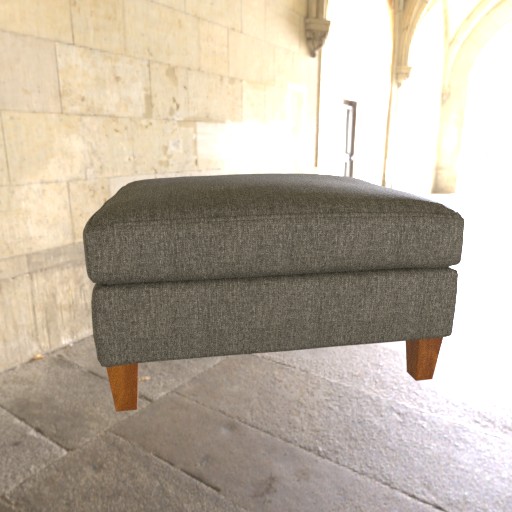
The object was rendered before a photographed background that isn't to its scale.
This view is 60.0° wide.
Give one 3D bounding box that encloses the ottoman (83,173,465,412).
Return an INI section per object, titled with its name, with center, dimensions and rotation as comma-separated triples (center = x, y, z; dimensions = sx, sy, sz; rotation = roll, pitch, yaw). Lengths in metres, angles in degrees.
[ottoman]
center = 0.000, 0.000, 1.344
dimensions = 0.838, 0.481, 0.838
rotation = -3, 15, -10
